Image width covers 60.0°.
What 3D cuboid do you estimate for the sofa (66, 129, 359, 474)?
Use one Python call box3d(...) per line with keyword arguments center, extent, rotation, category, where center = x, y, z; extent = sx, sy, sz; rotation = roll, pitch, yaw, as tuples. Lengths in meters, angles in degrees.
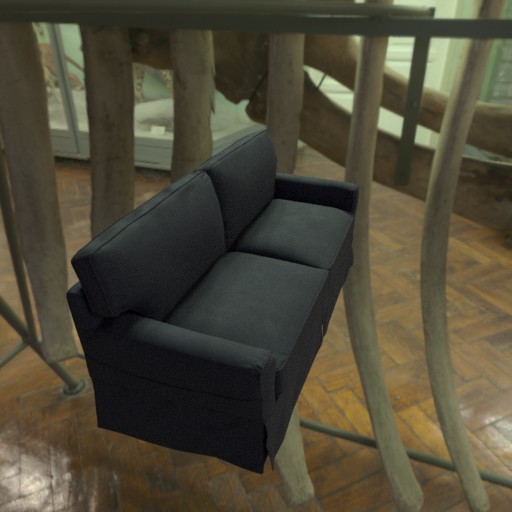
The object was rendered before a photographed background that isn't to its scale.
box3d(center=(0.000, 0.000, 2.831), extent=(0.983, 1.094, 2.256), rotation=(11, 32, 18), category="sofa")
